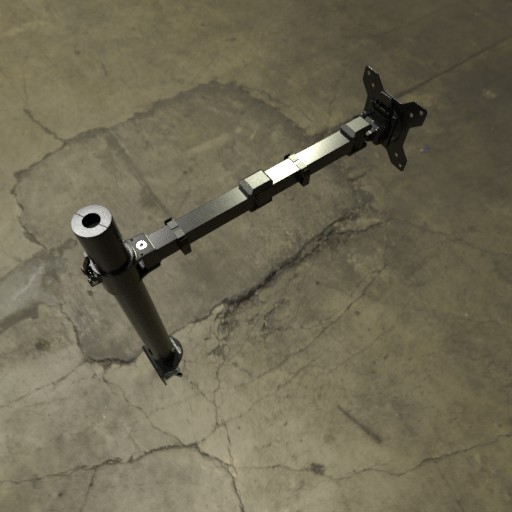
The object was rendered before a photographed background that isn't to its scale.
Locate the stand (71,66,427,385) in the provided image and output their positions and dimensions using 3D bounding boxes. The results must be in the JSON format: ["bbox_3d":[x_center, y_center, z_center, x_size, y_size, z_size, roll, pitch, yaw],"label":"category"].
[{"bbox_3d":[0.000,0.000,0.702,0.456,0.510,0.115,-31,64,-17],"label":"stand"}]
